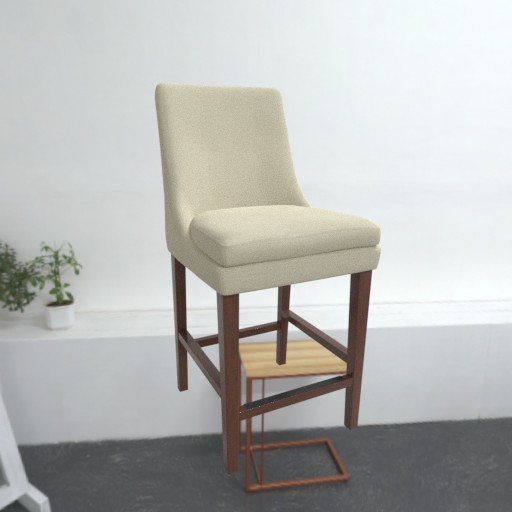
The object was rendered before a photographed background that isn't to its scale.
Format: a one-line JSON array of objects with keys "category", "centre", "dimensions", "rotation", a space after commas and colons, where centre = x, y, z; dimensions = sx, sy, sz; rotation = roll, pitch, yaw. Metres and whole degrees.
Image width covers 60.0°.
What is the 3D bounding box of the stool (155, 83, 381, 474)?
[{"category": "stool", "centre": [0.000, 0.000, 1.308], "dimensions": [0.470, 0.981, 0.577], "rotation": [-8, 18, -26]}]
